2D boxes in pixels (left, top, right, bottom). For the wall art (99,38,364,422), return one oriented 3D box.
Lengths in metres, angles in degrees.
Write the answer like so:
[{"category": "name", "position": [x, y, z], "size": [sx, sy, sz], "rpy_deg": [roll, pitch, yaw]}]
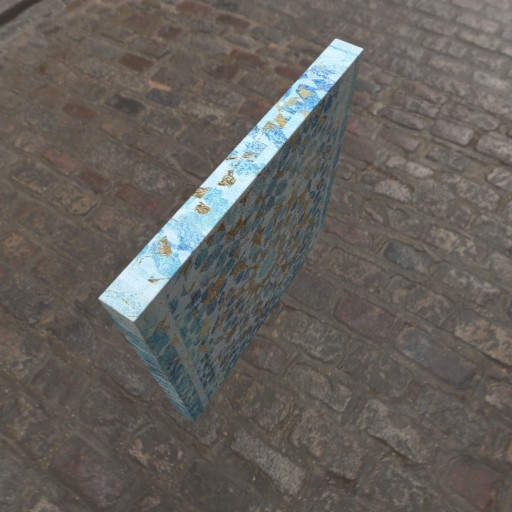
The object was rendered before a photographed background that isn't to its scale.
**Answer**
[{"category": "wall art", "position": [0.000, 0.000, 0.607], "size": [0.037, 0.405, 0.405], "rpy_deg": [29, 63, 16]}]
